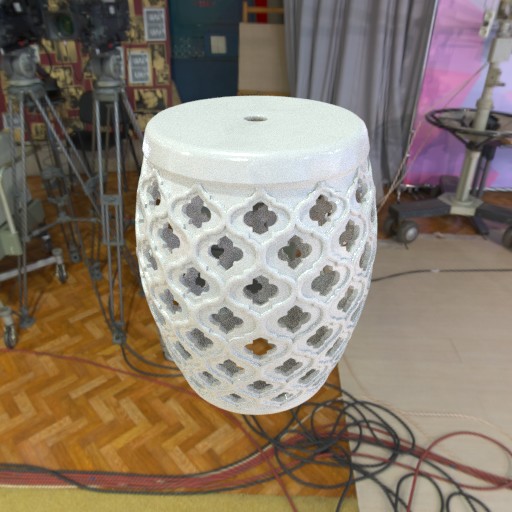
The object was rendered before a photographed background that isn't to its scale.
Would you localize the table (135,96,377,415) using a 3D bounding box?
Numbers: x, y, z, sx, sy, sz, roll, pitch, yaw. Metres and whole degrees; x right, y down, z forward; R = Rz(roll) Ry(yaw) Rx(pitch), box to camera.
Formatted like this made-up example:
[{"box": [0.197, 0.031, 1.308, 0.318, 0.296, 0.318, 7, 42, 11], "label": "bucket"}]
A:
[{"box": [0.000, 0.000, 0.632, 0.325, 0.388, 0.325, 0, 32, 0], "label": "table"}]
